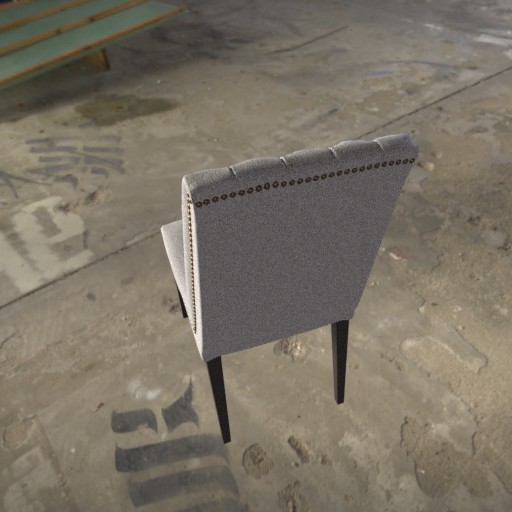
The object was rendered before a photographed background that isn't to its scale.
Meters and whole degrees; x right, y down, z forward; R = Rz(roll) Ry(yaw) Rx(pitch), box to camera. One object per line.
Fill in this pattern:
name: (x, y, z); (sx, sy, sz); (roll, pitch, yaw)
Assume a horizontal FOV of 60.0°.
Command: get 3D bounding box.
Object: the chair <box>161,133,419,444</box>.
chair: (0.000, 0.000, 1.379); (0.511, 1.016, 0.647); (-14, 44, -14)
